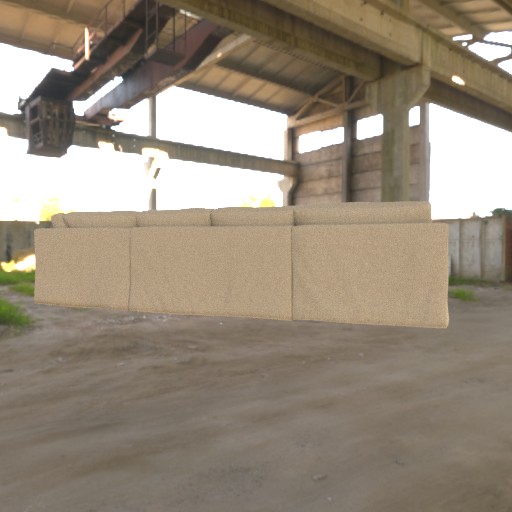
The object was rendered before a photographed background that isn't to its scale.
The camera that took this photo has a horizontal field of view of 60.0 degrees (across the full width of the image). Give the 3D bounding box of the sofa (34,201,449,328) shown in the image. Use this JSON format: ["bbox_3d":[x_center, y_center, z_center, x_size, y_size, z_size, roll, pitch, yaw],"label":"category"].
[{"bbox_3d":[0.000,0.000,4.605,3.528,0.878,2.476,1,2,18],"label":"sofa"}]
